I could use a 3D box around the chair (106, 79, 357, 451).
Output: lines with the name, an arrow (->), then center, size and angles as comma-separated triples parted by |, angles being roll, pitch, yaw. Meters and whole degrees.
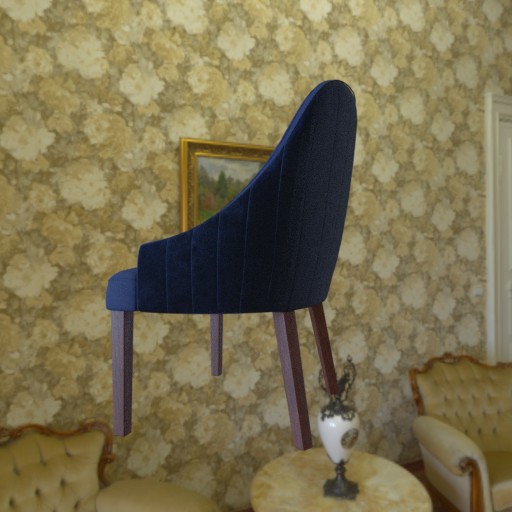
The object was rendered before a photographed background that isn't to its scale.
chair -> 0.000, 0.000, 1.293 | 0.575, 0.889, 0.643 | 0, 0, 19
